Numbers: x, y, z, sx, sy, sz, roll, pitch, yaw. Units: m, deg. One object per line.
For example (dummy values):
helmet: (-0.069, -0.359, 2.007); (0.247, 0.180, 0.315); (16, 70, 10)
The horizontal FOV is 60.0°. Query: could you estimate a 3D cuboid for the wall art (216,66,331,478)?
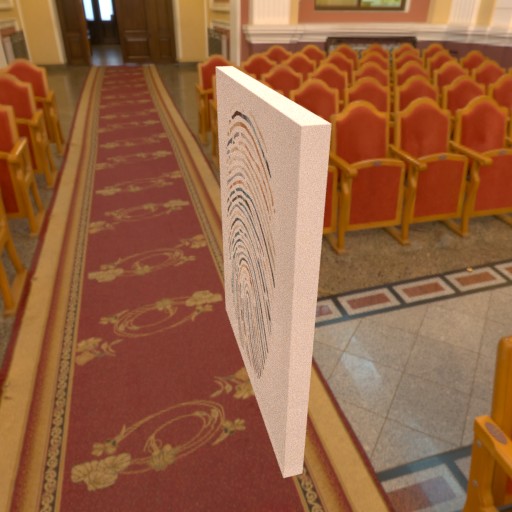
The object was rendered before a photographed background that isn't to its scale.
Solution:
wall art: (0.000, 0.000, 0.838); (0.037, 0.606, 0.508); (-8, 31, -13)
